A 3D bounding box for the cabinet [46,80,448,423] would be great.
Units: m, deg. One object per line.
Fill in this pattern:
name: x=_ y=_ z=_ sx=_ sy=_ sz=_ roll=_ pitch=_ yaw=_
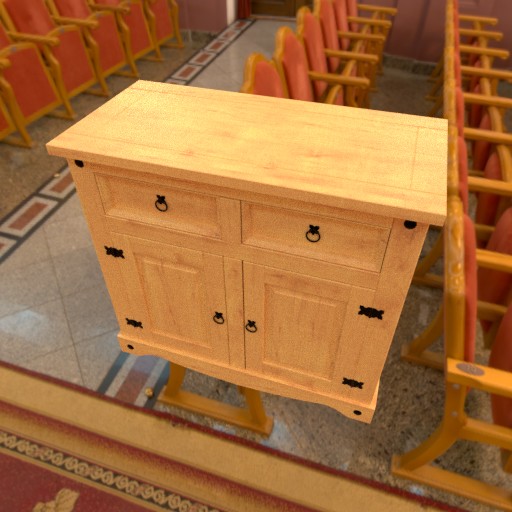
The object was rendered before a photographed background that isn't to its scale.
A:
cabinet: x=0.000 y=0.000 z=1.398 sx=0.920 sy=0.840 sz=0.450 roll=12 pitch=43 yaw=14
